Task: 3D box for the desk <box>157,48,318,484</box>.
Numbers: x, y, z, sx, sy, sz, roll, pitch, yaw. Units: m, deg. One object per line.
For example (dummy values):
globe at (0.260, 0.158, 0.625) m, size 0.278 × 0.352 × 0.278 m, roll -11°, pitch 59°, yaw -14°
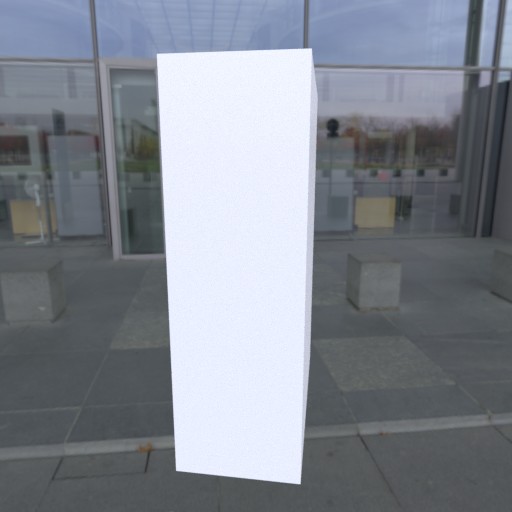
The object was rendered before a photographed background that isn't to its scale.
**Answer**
desk at (0.000, 0.000, 1.596) m, size 0.390 × 1.190 × 0.850 m, roll 2°, pitch 13°, yaw 8°
